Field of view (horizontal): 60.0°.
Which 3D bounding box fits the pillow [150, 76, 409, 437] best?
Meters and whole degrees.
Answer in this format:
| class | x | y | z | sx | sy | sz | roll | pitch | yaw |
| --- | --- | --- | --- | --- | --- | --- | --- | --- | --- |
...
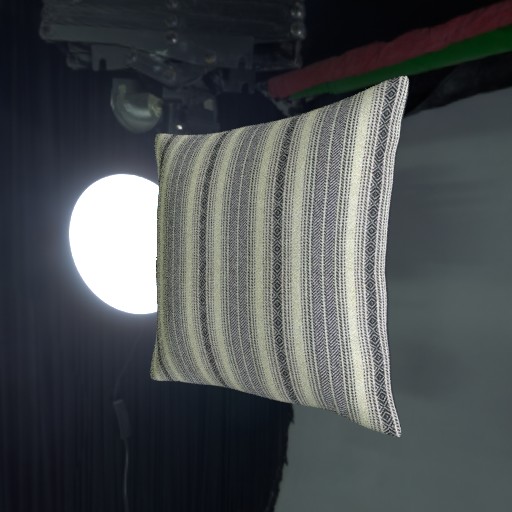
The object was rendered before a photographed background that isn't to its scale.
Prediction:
| class | x | y | z | sx | sy | sz | roll | pitch | yaw |
| --- | --- | --- | --- | --- | --- | --- | --- | --- | --- |
| pillow | 0.000 | 0.000 | 0.770 | 0.520 | 0.508 | 0.166 | 0 | -1 | 35 |
